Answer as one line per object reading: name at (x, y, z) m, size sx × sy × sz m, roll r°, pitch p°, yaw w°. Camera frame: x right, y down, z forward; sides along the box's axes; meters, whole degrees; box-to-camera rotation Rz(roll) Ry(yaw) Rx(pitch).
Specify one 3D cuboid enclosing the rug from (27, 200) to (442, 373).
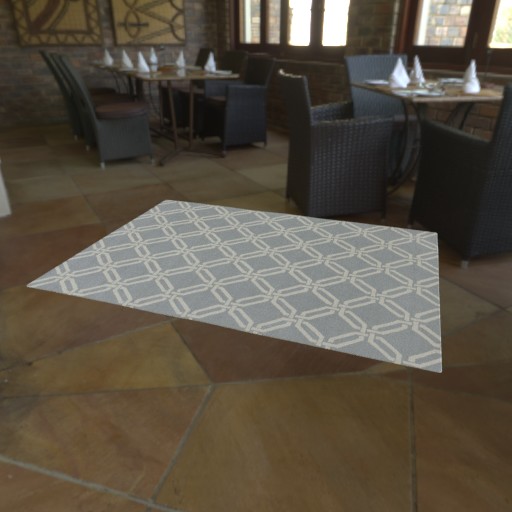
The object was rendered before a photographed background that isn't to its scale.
rug at (0.000, 0.000, 2.748) m, size 2.133 × 0.013 × 1.522 m, roll 9°, pitch 28°, yaw 17°
